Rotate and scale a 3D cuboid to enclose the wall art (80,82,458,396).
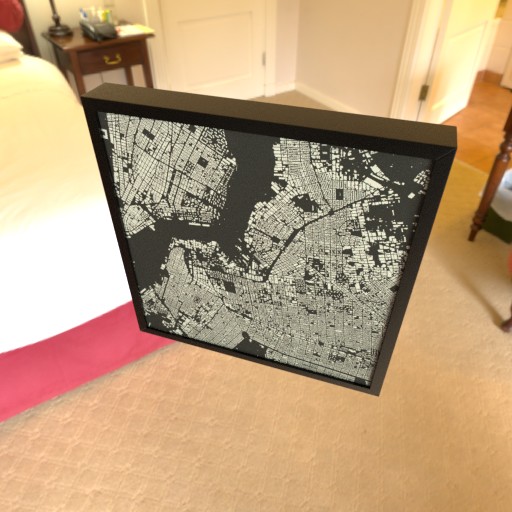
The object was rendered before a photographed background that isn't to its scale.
[{"bbox_3d":[0.000,0.000,0.445,0.299,0.299,0.037,12,41,14],"label":"wall art"}]
